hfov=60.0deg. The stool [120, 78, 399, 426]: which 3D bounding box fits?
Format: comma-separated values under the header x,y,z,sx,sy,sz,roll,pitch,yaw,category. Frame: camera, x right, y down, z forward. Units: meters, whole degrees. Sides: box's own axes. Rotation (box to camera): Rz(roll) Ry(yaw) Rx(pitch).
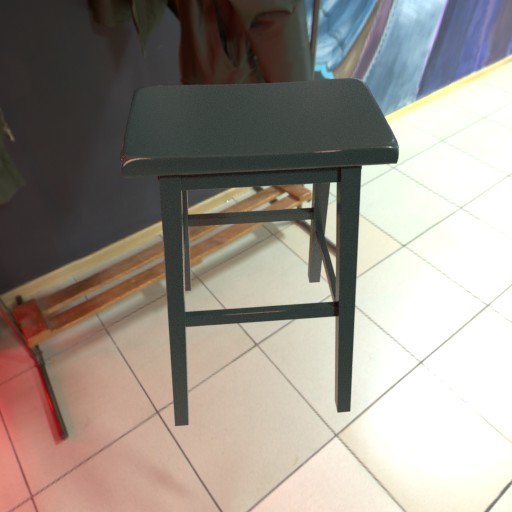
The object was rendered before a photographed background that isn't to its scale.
x,y,z,sx,sy,sz,roll,pitch,yaw,category
0.000,0.000,1.044,0.457,0.737,0.476,-4,47,-3,stool
